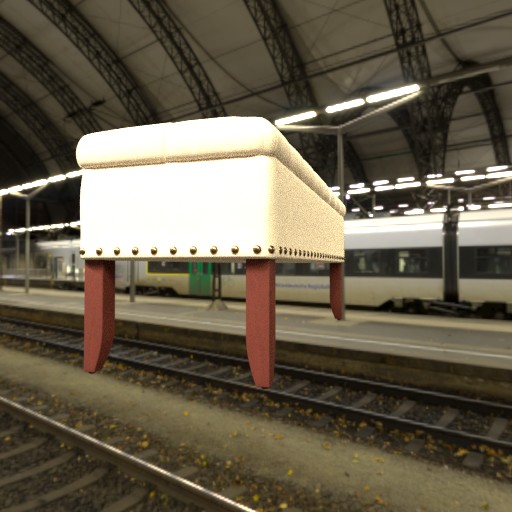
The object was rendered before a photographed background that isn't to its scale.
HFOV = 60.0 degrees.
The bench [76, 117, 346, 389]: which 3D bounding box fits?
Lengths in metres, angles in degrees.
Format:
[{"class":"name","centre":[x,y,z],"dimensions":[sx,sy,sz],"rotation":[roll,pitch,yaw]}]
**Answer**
[{"class":"bench","centre":[0.000,0.000,1.272],"dimensions":[0.400,0.470,1.054],"rotation":[0,-1,18]}]
